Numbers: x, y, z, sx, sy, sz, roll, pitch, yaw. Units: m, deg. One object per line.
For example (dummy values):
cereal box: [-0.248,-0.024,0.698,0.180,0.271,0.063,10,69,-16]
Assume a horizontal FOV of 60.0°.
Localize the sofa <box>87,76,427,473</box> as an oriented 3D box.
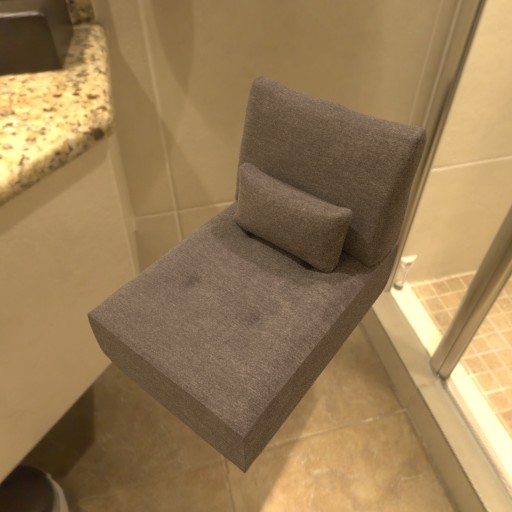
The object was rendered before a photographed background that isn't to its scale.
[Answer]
sofa: [0.000,0.000,1.563,0.700,0.820,1.000,29,52,26]
